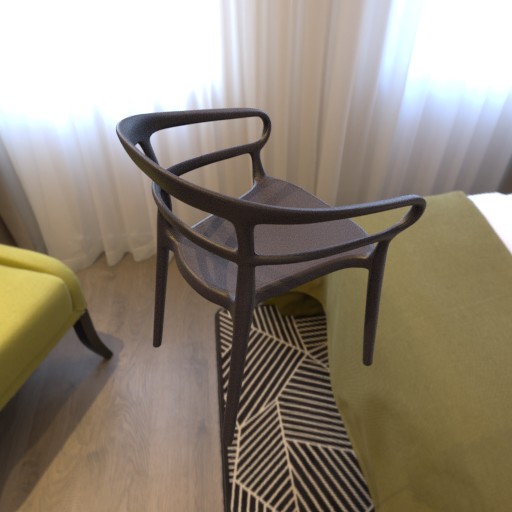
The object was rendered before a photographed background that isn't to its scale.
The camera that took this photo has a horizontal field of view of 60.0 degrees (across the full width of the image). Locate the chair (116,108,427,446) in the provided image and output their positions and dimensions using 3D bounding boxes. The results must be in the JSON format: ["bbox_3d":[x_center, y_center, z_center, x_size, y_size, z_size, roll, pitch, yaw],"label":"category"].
[{"bbox_3d":[0.000,0.000,1.127,0.527,0.761,0.559,-26,48,-27],"label":"chair"}]
